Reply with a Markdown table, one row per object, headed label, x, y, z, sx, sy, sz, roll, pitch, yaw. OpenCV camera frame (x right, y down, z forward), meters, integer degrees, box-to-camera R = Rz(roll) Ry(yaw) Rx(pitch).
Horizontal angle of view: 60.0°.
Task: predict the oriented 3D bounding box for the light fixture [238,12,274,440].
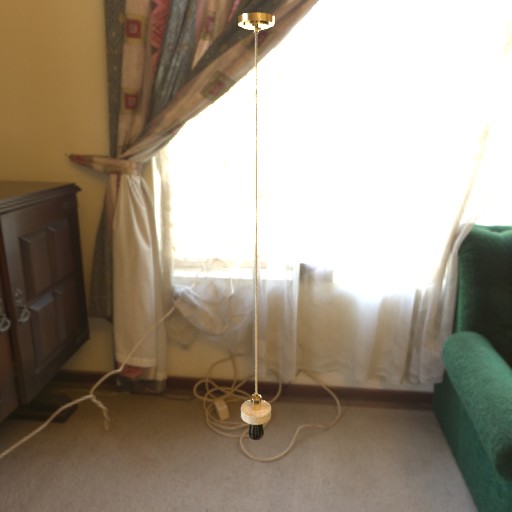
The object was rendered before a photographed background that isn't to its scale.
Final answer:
| label | x | y | z | sx | sy | sz | roll | pitch | yaw |
| --- | --- | --- | --- | --- | --- | --- | --- | --- | --- |
| light fixture | 0.000 | 0.000 | 1.716 | 0.129 | 1.669 | 0.129 | -3 | 16 | -10 |
